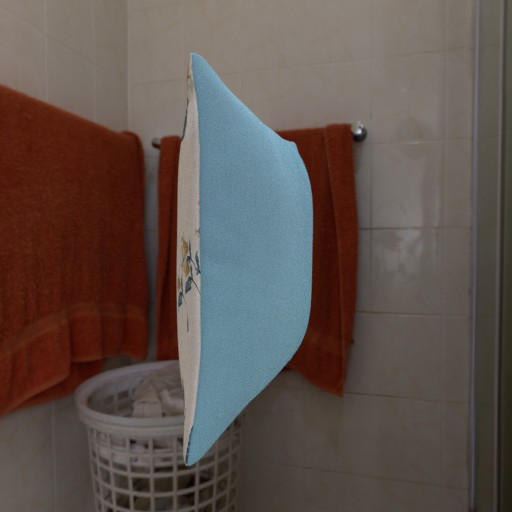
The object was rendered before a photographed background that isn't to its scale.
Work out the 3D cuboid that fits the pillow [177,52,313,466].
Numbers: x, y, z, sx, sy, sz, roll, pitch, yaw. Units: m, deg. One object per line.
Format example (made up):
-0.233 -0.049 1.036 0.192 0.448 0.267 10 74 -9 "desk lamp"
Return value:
0.000 0.000 0.788 0.166 0.507 0.526 1 2 18 "pillow"
